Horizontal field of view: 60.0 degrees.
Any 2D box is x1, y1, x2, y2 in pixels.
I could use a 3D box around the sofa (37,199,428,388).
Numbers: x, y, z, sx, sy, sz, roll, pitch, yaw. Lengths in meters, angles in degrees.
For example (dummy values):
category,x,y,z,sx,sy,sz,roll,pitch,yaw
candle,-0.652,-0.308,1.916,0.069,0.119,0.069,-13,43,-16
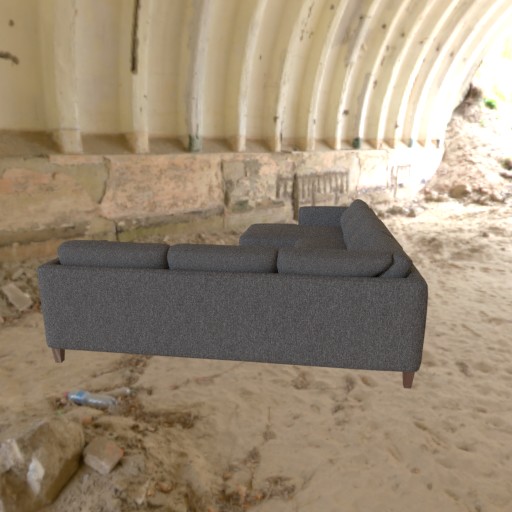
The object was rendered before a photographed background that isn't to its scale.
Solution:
category,x,y,z,sx,sy,sz,roll,pitch,yaw
sofa,0.000,0.000,4.366,2.551,0.853,3.238,2,14,8
